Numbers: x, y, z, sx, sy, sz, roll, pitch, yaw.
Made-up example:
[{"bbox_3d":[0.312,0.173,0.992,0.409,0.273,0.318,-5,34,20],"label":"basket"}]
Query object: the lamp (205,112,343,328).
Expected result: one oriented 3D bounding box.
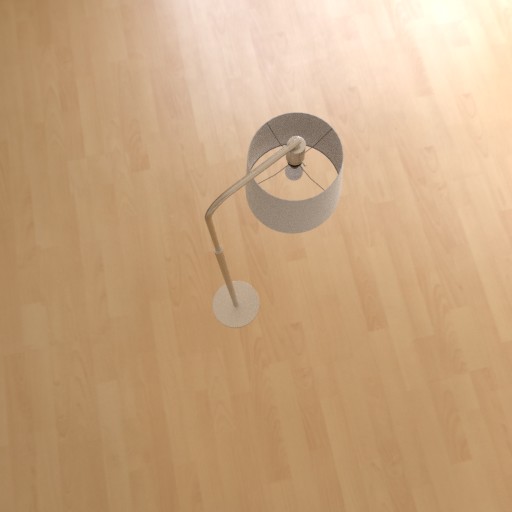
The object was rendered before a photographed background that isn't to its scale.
[{"bbox_3d":[0.000,0.000,1.624,0.508,1.478,0.254,-36,79,-8],"label":"lamp"}]
